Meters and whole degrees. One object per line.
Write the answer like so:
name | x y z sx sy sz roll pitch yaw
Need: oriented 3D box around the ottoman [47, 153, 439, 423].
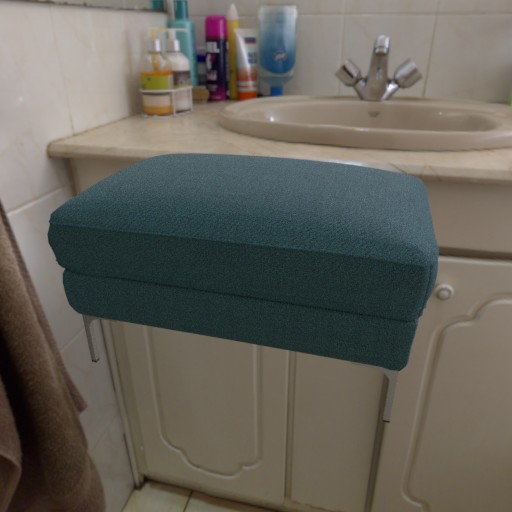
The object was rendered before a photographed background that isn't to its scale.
ottoman | 0.000 0.000 1.201 0.856 0.498 0.563 7 27 14
